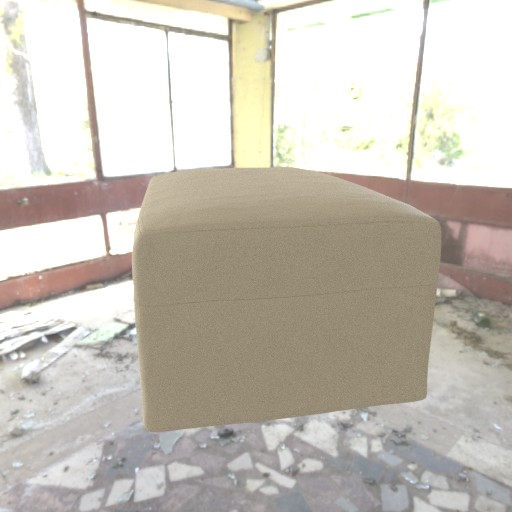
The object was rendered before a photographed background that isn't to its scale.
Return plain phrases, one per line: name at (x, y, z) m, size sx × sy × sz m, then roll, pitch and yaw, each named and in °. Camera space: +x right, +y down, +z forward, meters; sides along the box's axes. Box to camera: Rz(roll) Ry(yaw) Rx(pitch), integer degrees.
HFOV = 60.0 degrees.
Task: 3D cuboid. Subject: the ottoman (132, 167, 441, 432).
ottoman at (0.000, 0.000, 1.202) m, size 0.590 × 0.444 × 0.872 m, roll -3°, pitch 17°, yaw -10°
